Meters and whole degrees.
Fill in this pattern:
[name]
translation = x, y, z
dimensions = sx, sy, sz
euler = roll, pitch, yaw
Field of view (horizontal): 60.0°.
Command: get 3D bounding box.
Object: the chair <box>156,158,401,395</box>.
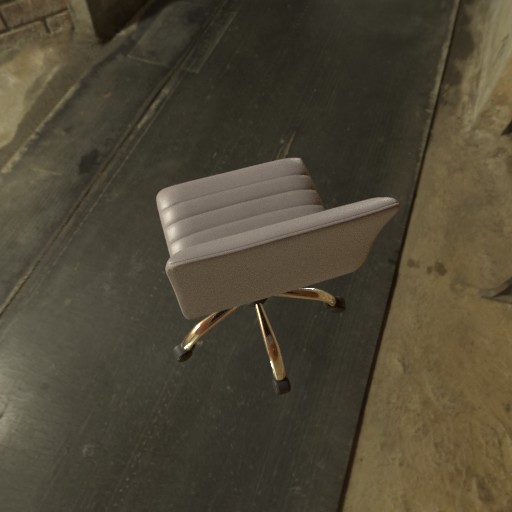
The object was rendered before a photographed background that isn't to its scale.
[chair]
translation = 0.000, 0.000, 1.107
dimensions = 0.569, 0.750, 0.542
euler = -15, 61, -9
